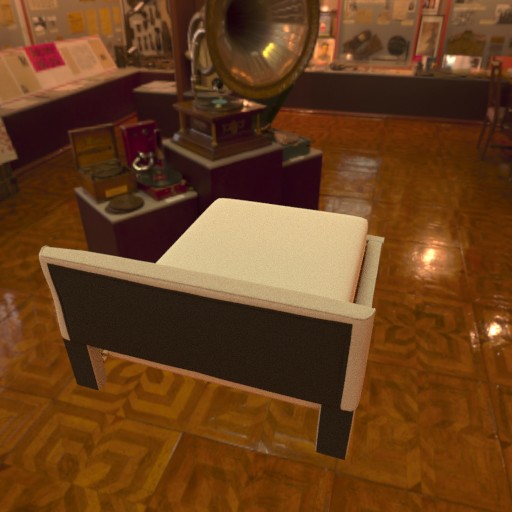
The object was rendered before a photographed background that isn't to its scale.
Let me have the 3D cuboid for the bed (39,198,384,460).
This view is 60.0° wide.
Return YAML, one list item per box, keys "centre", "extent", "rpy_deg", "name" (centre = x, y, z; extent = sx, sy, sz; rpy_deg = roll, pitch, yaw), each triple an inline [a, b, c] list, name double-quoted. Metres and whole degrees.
- centre: [0.000, 0.000, 3.386]
  extent: [1.840, 1.067, 2.368]
  rpy_deg: [10, 33, 15]
  name: "bed"
